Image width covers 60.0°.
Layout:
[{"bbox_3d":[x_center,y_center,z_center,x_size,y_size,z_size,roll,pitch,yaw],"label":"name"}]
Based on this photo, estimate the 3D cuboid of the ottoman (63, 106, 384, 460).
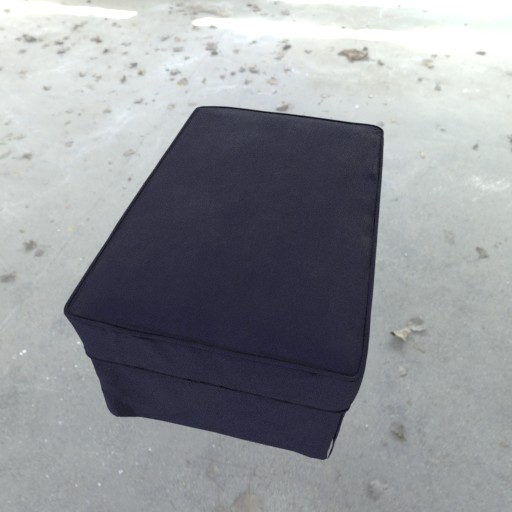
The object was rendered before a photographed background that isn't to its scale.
[{"bbox_3d":[0.000,0.000,1.291,0.637,0.503,0.938,10,48,9],"label":"ottoman"}]
